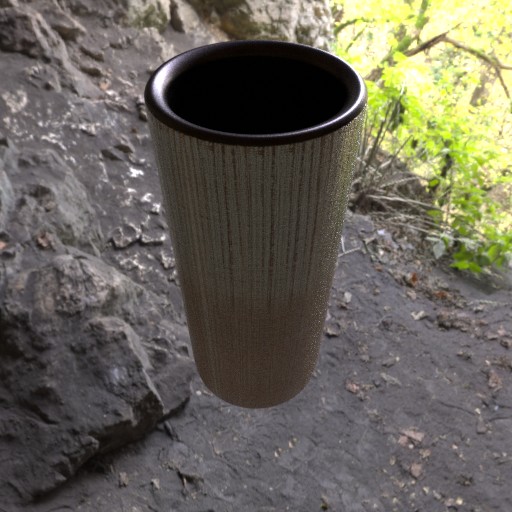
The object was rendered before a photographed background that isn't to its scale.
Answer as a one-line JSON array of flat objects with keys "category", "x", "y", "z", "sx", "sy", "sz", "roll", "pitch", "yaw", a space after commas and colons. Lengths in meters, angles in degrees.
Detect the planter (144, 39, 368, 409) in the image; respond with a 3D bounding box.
[{"category": "planter", "x": 0.000, "y": 0.000, "z": 0.280, "sx": 0.100, "sy": 0.227, "sz": 0.100, "roll": -8, "pitch": 47, "yaw": -7}]
